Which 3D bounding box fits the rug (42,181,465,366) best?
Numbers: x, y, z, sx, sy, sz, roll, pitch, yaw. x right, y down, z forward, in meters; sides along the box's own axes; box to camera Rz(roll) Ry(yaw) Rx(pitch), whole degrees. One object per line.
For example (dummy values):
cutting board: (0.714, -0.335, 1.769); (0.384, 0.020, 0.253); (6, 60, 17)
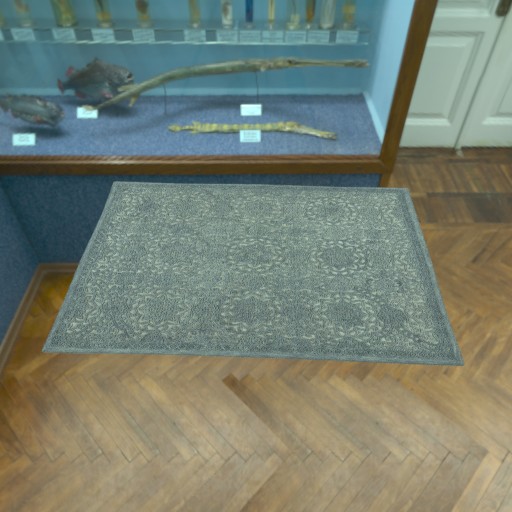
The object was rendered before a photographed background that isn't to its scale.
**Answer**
rug: (0.000, 0.000, 2.329); (1.830, 0.016, 1.224); (2, 46, 1)
